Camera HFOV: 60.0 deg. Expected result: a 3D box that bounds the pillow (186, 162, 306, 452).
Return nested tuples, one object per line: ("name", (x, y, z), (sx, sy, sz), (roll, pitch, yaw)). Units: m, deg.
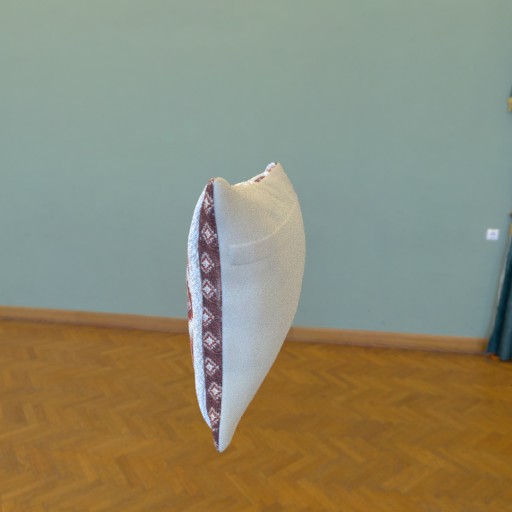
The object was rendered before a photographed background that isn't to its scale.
("pillow", (0.000, 0.000, 0.736), (0.161, 0.295, 0.608), (2, 14, 8))
